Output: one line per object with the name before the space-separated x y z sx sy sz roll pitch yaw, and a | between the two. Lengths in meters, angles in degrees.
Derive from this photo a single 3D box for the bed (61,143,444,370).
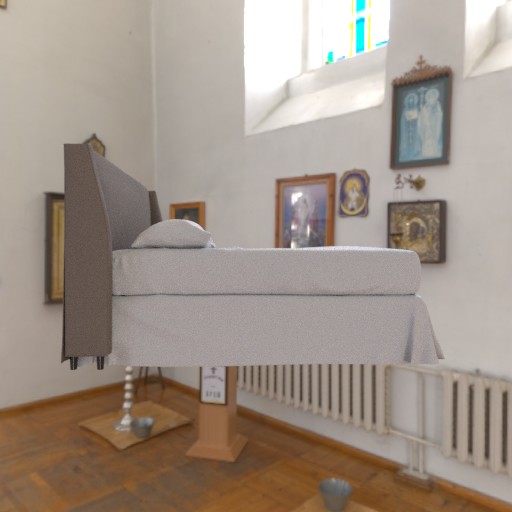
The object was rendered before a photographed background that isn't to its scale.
bed | 0.000 0.000 3.500 2.276 1.332 1.925 0 0 -1
